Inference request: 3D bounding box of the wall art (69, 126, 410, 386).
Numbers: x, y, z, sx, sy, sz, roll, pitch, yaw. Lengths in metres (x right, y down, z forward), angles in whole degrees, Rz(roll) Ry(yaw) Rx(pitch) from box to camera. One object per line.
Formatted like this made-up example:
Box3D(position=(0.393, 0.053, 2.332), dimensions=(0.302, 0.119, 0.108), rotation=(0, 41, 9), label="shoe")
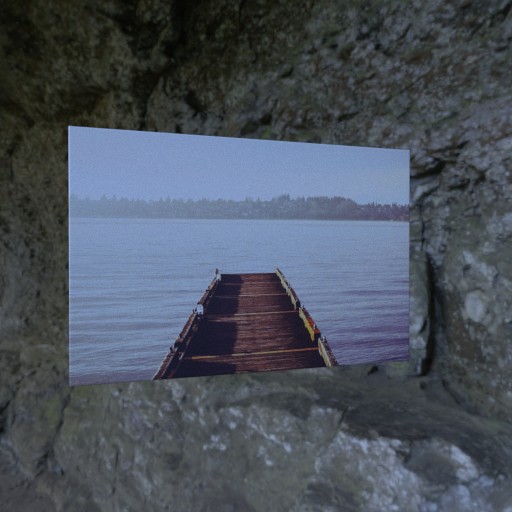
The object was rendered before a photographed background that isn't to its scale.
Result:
Box3D(position=(0.000, 0.000, 1.473), dimensions=(1.149, 0.765, 0.040), rotation=(0, 1, -16), label="wall art")
